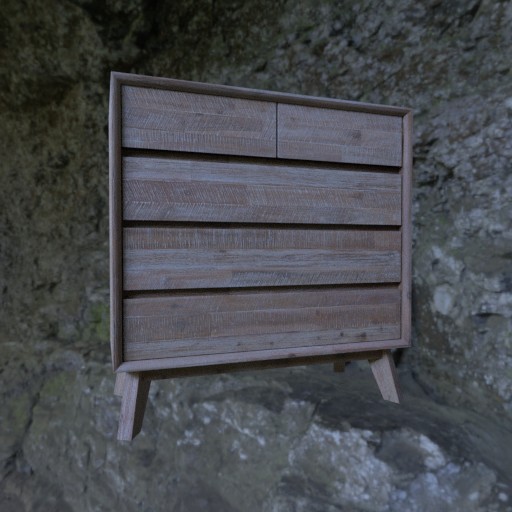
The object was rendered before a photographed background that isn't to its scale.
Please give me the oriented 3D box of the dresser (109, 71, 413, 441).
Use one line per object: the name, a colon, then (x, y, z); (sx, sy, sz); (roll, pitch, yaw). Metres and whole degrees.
dresser: (0.000, 0.000, 1.604); (0.998, 1.029, 0.455); (0, 1, -19)
